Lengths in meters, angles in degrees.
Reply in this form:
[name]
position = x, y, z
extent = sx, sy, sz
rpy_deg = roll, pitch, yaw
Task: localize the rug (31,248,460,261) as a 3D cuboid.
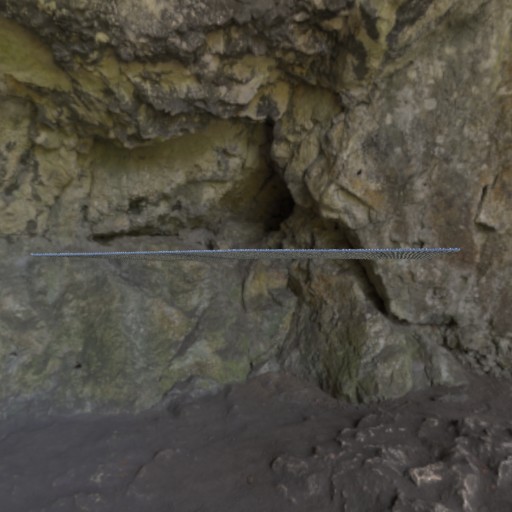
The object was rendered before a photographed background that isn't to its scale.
[rug]
position = 0.000, 0.000, 2.270
extent = 1.777, 0.021, 1.145
rpy_deg = -1, -2, 18
